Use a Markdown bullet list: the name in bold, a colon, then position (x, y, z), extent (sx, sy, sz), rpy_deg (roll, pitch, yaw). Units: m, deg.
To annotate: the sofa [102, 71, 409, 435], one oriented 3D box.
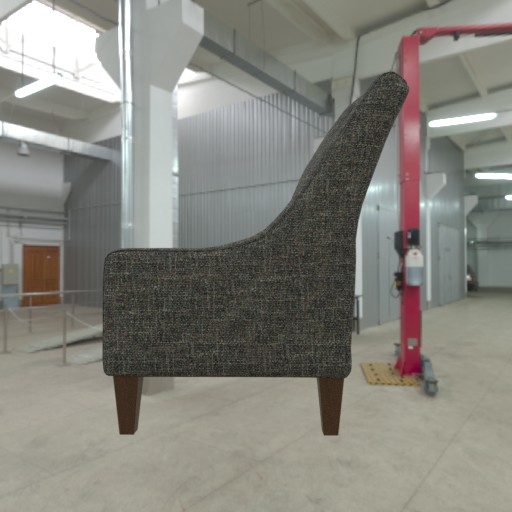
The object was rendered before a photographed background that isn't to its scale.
- **sofa**: position (0.000, 0.000, 1.828), extent (0.870, 1.021, 1.242), rpy_deg (0, -1, 1)
